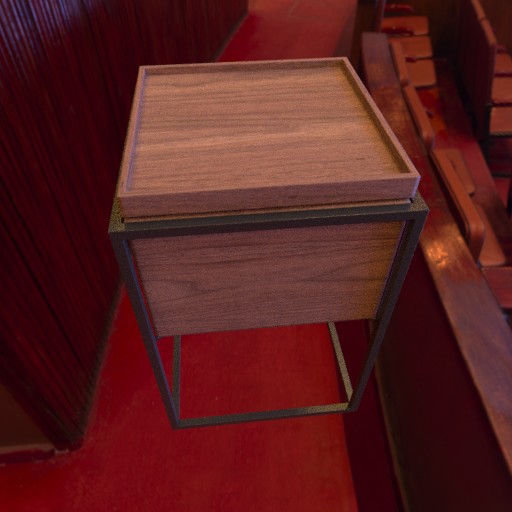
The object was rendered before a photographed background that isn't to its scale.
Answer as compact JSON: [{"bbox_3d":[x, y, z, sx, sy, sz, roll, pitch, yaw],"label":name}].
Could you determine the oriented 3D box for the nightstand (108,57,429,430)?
[{"bbox_3d":[0.000,0.000,0.868,0.397,0.607,0.397,-4,46,-4],"label":"nightstand"}]
